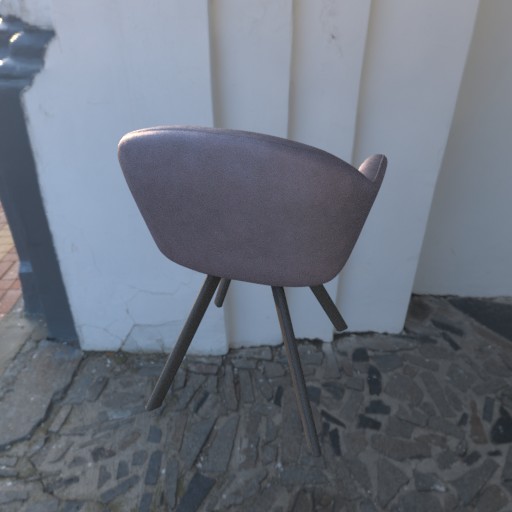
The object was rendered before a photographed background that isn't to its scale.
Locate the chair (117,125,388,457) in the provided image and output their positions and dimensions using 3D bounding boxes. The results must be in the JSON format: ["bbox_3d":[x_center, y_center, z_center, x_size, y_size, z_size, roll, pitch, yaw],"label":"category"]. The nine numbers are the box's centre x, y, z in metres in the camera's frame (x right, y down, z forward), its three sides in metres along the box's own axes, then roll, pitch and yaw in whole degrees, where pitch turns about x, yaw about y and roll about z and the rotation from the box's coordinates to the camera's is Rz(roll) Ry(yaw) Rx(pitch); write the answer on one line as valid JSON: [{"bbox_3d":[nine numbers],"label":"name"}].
[{"bbox_3d":[0.000,0.000,1.130,0.567,0.781,0.544,9,33,15],"label":"chair"}]
